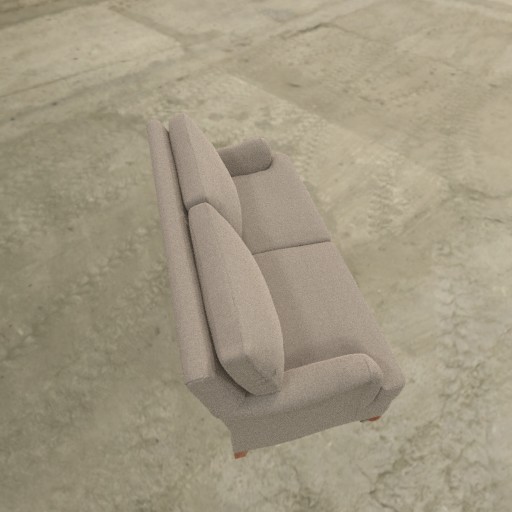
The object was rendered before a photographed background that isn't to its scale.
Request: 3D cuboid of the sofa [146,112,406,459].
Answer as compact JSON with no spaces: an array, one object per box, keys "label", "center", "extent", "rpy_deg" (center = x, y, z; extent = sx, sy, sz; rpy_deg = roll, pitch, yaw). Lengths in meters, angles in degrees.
[{"label":"sofa","center":[0.000,0.000,2.837],"extent":[1.087,1.054,2.160],"rpy_deg":[-10,47,-10]}]
